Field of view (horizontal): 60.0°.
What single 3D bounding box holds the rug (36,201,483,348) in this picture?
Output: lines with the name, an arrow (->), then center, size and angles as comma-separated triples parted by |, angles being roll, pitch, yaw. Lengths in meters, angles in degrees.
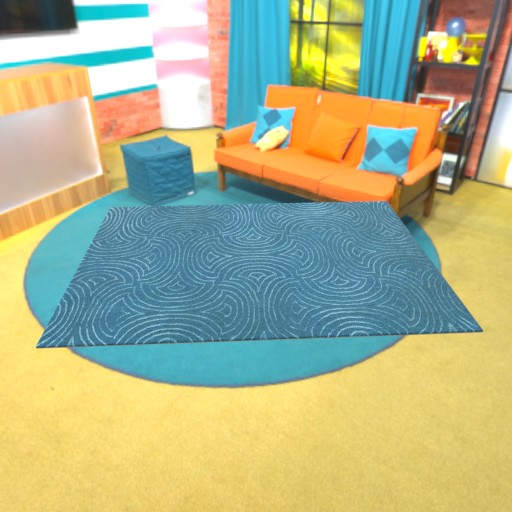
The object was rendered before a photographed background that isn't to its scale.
rug -> 0.000, 0.000, 2.776 | 2.144, 0.015, 1.543 | -2, 31, -3
